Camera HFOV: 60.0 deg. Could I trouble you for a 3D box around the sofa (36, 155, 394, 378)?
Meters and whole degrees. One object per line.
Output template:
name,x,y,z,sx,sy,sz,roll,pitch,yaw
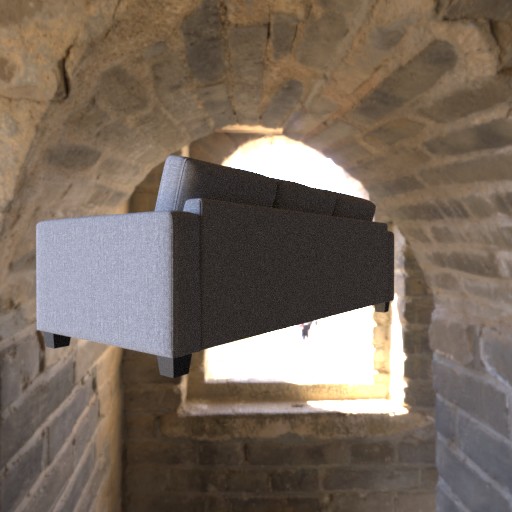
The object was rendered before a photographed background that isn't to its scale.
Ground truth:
sofa,0.000,0.000,2.554,0.900,0.800,2.120,1,1,37
